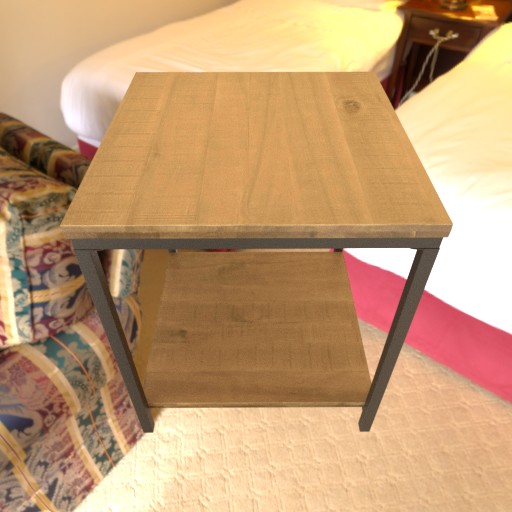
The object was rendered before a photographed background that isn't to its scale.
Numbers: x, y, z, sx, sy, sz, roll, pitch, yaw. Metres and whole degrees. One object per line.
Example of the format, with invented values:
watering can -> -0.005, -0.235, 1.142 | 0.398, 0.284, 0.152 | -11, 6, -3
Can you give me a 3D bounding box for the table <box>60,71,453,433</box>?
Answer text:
table -> 0.000, 0.000, 0.952 | 0.503, 0.589, 0.507 | 0, 43, 0
